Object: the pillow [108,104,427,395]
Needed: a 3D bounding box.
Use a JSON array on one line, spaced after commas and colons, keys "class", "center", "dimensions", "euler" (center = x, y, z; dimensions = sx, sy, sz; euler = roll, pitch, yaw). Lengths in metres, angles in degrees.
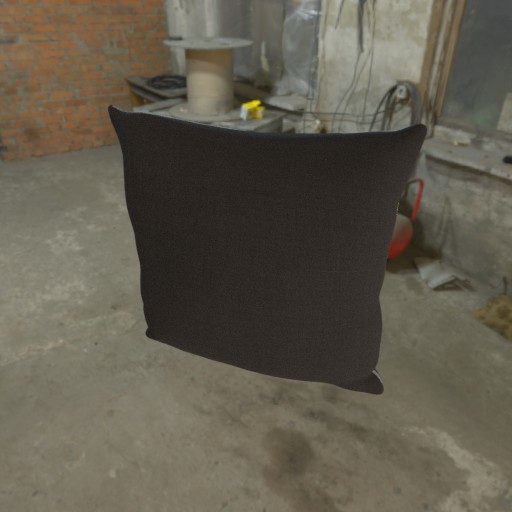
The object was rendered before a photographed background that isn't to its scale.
[{"class": "pillow", "center": [0.000, 0.000, 0.774], "dimensions": [0.503, 0.496, 0.208], "euler": [10, 32, 16]}]
